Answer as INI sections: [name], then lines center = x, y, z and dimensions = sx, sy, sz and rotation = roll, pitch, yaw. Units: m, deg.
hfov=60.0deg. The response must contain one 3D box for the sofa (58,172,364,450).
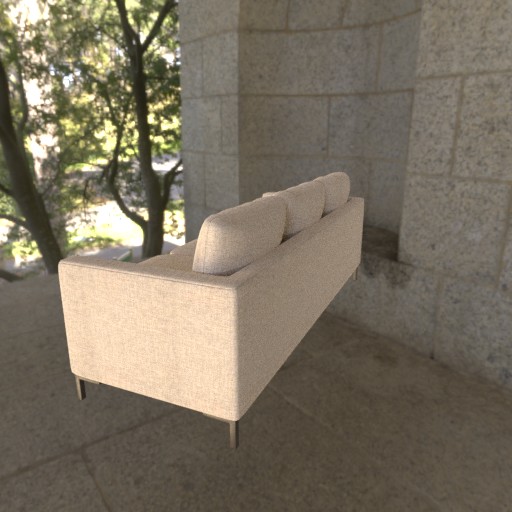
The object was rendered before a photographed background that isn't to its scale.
[sofa]
center = 0.000, 0.000, 2.691
dimensions = 0.859, 0.874, 2.218
rotation = 7, 18, 23
